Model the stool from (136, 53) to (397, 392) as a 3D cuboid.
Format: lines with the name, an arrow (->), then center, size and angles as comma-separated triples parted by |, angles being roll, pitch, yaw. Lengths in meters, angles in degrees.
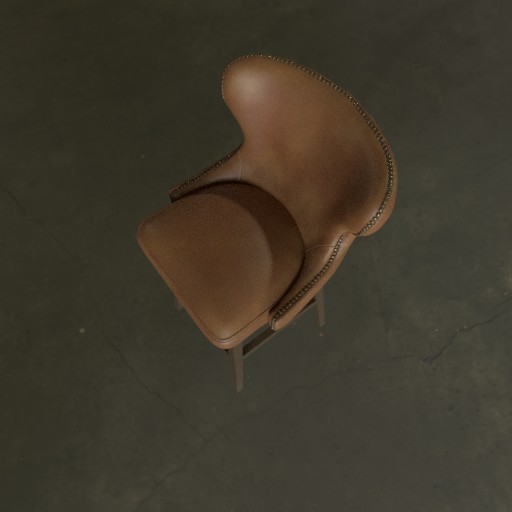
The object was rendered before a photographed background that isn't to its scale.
stool -> 0.000, 0.000, 1.484 | 0.606, 1.087, 0.591 | -34, 68, -16
